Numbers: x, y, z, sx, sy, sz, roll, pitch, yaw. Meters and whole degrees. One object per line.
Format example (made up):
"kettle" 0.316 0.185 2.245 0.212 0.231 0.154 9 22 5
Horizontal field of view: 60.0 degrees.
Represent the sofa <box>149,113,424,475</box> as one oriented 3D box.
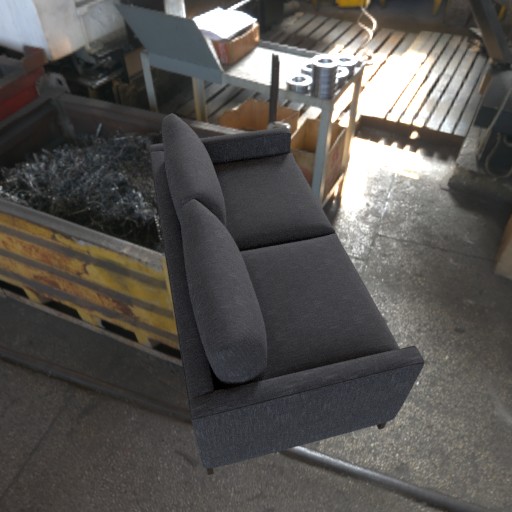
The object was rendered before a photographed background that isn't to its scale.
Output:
"sofa" 0.000 0.000 2.214 0.866 0.862 1.716 -10 47 -10
